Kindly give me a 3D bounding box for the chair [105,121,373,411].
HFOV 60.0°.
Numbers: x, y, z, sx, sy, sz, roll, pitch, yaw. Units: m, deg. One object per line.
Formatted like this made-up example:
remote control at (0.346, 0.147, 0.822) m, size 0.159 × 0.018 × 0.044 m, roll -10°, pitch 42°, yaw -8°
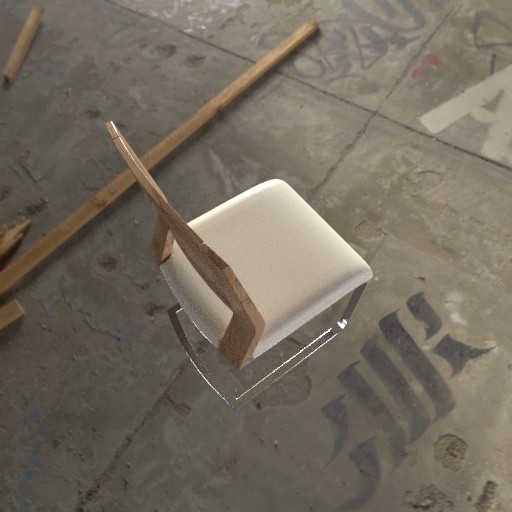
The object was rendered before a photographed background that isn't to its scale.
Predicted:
chair at (0.000, 0.000, 1.263) m, size 0.561 × 0.955 × 0.457 m, roll -32°, pitch 65°, yaw -18°
